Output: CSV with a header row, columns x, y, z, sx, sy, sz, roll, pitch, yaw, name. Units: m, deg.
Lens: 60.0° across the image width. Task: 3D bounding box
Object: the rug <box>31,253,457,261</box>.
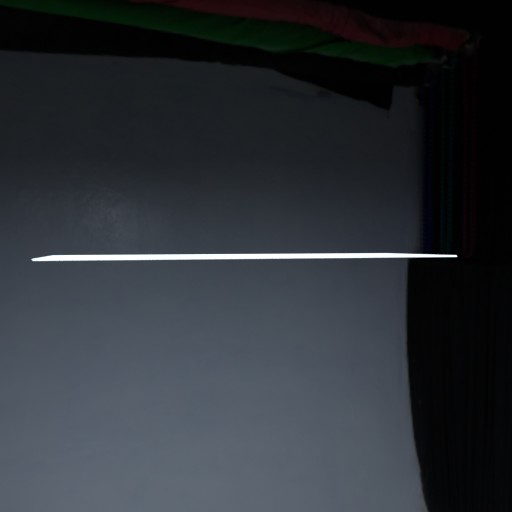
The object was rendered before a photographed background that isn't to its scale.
x,y,z,sx,sy,sz,roll,pitch,yaw,name
0.000,0.000,2.779,2.430,0.012,0.759,0,1,-18,rug
